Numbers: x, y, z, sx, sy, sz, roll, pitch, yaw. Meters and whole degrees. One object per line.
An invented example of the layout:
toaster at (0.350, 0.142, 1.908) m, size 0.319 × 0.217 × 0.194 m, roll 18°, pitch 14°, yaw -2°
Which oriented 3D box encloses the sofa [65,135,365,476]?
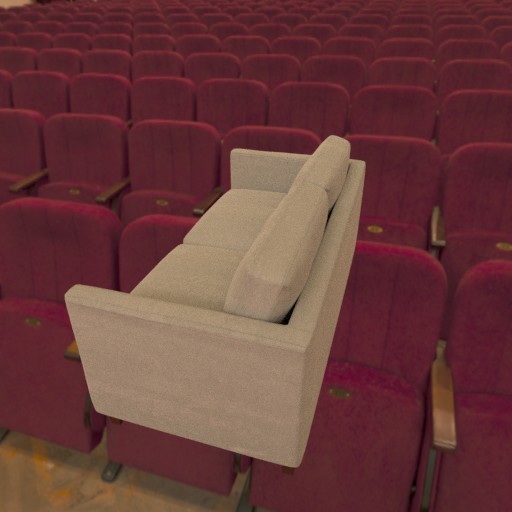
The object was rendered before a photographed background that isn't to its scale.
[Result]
sofa at (0.000, 0.000, 2.400) m, size 0.950 × 0.963 × 1.884 m, roll 9°, pitch 32°, yaw 15°
